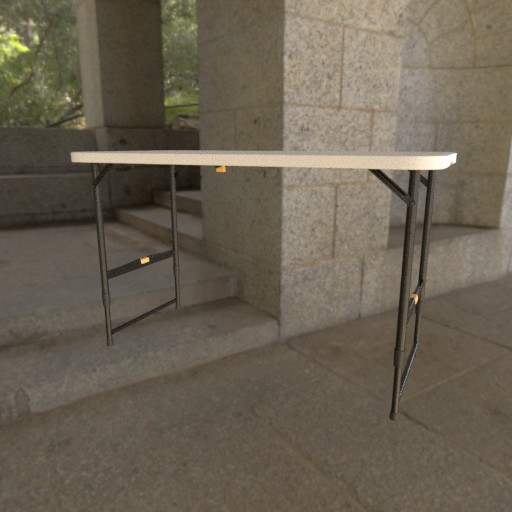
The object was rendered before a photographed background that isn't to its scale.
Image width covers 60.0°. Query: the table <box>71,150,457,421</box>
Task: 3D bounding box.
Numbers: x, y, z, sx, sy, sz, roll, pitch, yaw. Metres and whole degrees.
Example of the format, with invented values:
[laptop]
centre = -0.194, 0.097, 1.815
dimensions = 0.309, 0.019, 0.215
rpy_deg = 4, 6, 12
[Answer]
[table]
centre = 0.000, 0.000, 1.612
dimensions = 1.245, 0.737, 0.611
rpy_deg = 7, 16, 26
